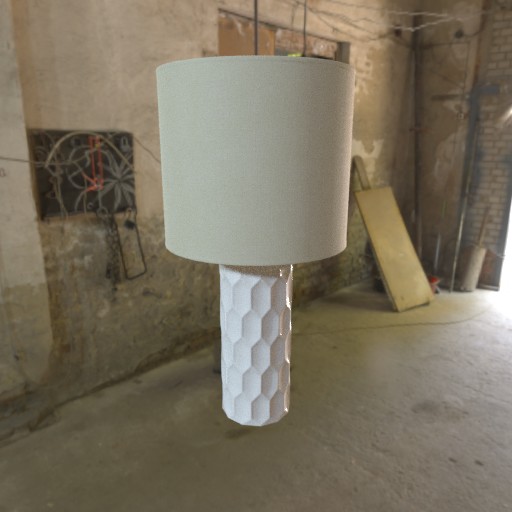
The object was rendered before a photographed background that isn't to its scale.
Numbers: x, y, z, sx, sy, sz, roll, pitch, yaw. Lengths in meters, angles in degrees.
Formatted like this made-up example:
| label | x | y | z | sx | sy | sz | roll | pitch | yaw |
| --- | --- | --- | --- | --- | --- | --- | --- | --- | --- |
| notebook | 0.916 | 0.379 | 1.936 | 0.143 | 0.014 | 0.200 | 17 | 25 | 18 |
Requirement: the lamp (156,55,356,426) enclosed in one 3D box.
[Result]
| label | x | y | z | sx | sy | sz | roll | pitch | yaw |
| --- | --- | --- | --- | --- | --- | --- | --- | --- | --- |
| lamp | 0.000 | 0.000 | 0.696 | 0.277 | 0.537 | 0.277 | 2 | 15 | 7 |
